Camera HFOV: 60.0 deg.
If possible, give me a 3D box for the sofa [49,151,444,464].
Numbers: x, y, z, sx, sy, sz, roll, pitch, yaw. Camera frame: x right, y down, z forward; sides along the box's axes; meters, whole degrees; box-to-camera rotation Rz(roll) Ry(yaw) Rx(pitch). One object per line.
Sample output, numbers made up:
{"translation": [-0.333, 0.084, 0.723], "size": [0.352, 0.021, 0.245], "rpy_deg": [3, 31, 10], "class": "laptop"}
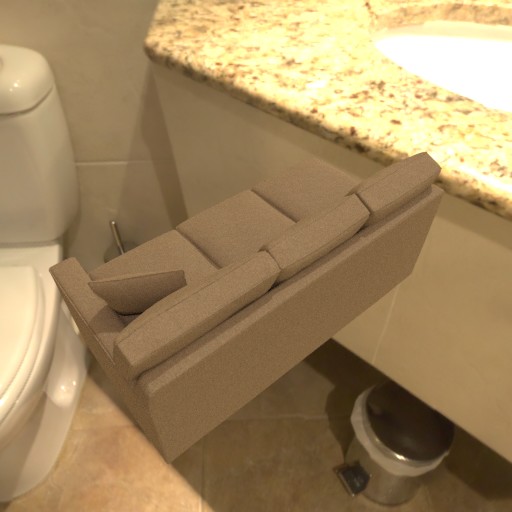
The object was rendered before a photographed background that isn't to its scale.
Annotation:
{"translation": [0.000, 0.000, 2.549], "size": [1.963, 0.946, 1.034], "rpy_deg": [-31, 54, -26], "class": "sofa"}
